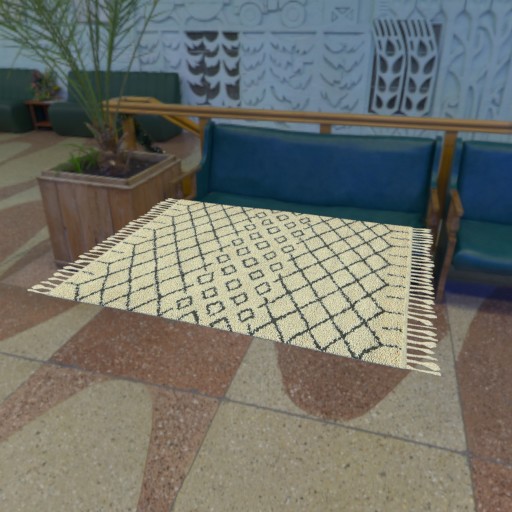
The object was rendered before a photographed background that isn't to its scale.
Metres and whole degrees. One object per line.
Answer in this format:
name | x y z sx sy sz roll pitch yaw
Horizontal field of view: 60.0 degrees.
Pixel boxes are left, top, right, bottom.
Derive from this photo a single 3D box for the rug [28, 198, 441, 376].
rug | 0.000 0.000 4.210 3.213 0.030 2.388 9 28 16
